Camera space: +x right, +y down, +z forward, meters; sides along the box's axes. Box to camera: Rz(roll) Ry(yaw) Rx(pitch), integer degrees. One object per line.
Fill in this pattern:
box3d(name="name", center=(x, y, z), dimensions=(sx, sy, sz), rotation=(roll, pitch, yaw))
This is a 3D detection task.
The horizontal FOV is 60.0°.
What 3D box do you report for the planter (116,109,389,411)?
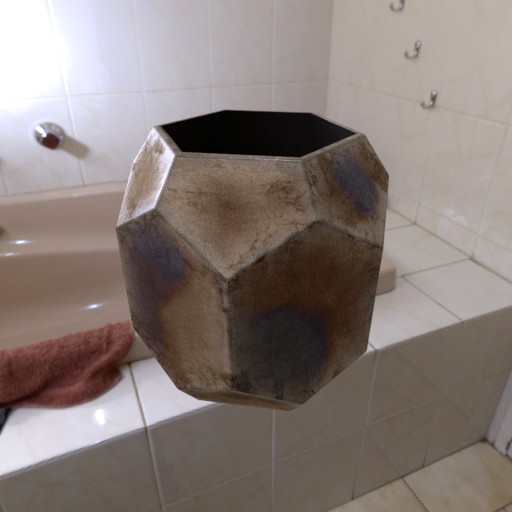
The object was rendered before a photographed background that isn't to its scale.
box3d(name="planter", center=(0.000, 0.000, 0.421), dimensions=(0.243, 0.238, 0.221), rotation=(-11, 31, -18))
